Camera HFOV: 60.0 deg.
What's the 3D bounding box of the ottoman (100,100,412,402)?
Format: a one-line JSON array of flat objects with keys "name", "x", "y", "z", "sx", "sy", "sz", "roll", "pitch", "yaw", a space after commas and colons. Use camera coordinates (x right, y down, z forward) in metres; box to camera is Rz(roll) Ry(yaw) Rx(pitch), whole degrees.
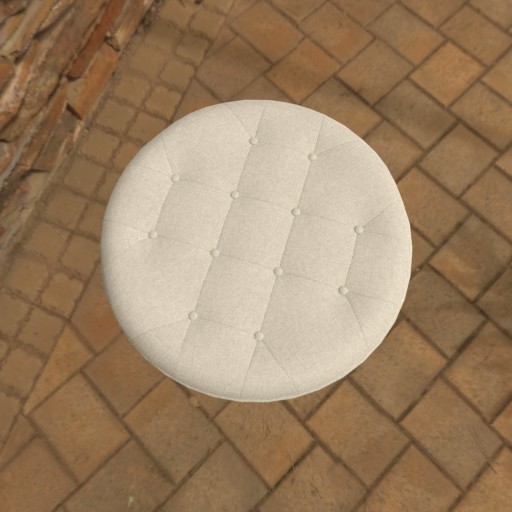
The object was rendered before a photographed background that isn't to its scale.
[{"name": "ottoman", "x": 0.000, "y": 0.000, "z": 1.370, "sx": 0.850, "sy": 0.483, "sz": 0.850, "roll": 0, "pitch": 74, "yaw": 0}]
